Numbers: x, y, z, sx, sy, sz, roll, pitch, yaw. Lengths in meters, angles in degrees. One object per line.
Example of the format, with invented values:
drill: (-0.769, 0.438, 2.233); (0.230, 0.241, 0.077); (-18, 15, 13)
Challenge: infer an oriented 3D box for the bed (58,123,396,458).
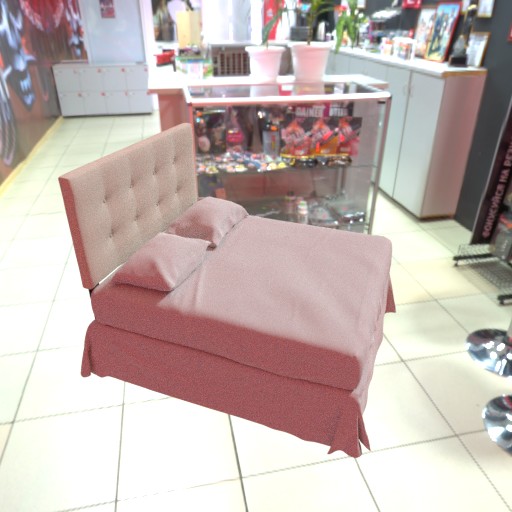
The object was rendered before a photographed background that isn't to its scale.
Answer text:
bed: (0.000, 0.000, 3.493); (2.222, 1.577, 1.936); (11, 31, 18)
